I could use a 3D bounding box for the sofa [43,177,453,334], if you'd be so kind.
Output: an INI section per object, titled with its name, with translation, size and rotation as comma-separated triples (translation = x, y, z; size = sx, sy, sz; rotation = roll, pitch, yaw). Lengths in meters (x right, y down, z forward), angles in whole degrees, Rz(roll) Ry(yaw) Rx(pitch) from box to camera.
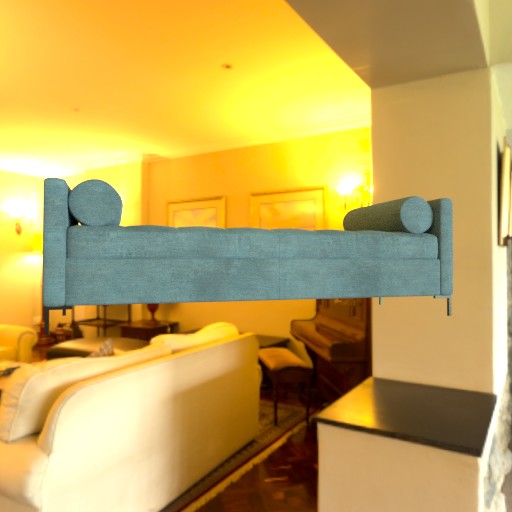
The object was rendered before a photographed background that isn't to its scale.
[sofa]
translation = 0.000, 0.000, 2.364
size = 1.981, 0.635, 0.686
rotation = 0, -1, -18
